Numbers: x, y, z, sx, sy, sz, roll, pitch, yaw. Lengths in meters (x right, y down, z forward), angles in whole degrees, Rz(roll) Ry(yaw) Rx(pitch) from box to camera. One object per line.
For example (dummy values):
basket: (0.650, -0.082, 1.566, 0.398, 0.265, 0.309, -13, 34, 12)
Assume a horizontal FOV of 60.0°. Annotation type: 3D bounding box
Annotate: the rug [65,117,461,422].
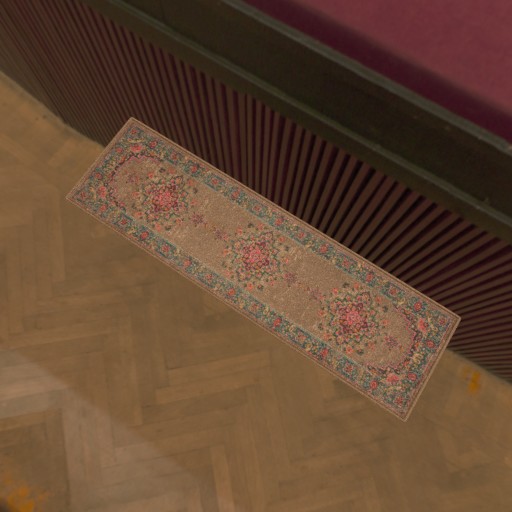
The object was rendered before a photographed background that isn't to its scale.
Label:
rug: (0.000, 0.000, 2.546, 2.297, 0.019, 0.659, 32, 78, 8)
